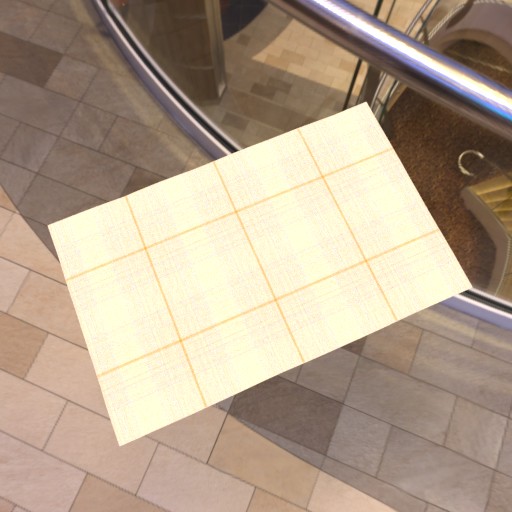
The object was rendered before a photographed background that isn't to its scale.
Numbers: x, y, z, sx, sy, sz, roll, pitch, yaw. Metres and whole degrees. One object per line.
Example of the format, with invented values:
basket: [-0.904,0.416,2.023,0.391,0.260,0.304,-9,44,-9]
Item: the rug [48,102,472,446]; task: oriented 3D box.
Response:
rug: [0.000,0.000,2.969,2.442,0.016,1.527,-23,76,-6]
